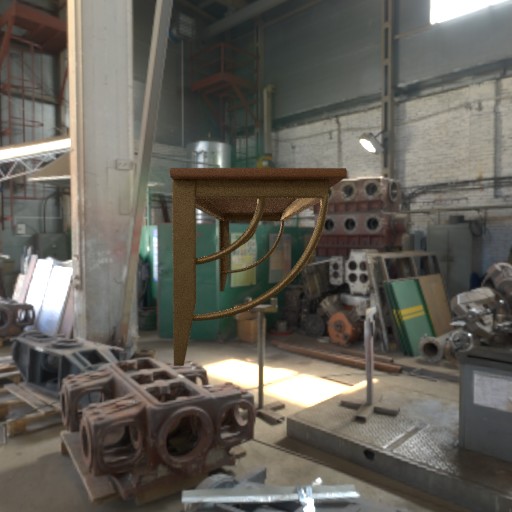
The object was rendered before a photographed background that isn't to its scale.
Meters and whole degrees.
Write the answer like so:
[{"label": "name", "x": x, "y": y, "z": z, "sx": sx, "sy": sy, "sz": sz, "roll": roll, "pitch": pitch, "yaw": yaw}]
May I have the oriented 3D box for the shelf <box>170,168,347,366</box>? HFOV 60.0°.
[{"label": "shelf", "x": 0.000, "y": 0.000, "z": 0.735, "sx": 0.166, "sy": 0.190, "sz": 0.636, "roll": 0, "pitch": 2, "yaw": 0}]
